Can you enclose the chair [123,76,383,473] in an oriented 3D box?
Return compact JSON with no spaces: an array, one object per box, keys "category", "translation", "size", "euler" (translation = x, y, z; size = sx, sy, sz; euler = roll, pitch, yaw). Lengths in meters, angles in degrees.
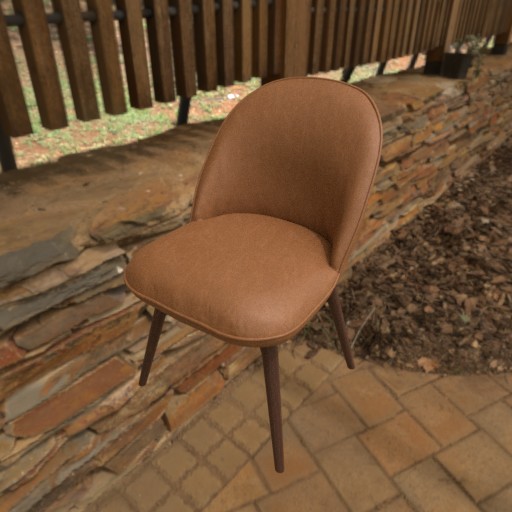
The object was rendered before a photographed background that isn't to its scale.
[{"category":"chair","translation":[0.000,0.000,1.203],"size":[0.521,0.831,0.631],"euler":[20,36,29]}]
